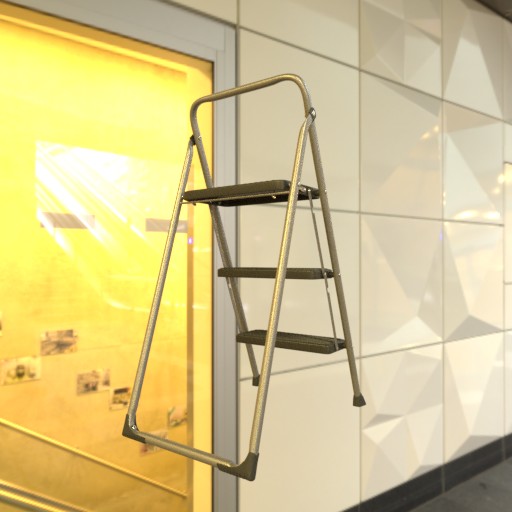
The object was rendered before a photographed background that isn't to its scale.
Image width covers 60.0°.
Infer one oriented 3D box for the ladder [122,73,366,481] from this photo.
[{"bbox_3d":[0.000,0.000,1.291,0.430,0.945,0.629,0,-1,35],"label":"ladder"}]
